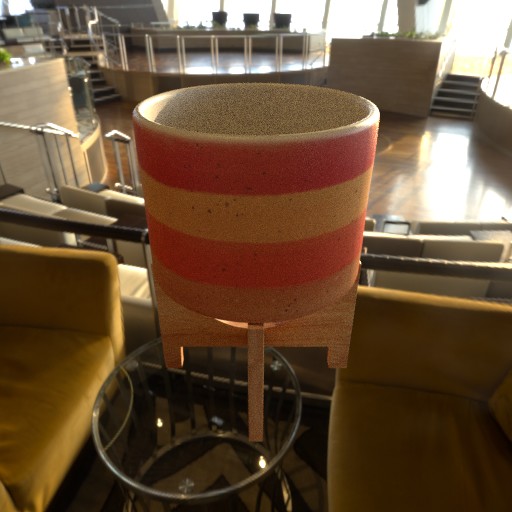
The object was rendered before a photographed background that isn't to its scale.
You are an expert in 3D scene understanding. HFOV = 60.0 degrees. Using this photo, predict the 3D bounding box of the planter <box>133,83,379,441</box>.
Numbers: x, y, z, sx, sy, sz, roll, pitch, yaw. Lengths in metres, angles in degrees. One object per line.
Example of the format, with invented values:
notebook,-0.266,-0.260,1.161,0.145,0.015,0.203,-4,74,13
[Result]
planter,0.000,0.000,0.569,0.269,0.379,0.269,0,31,0
